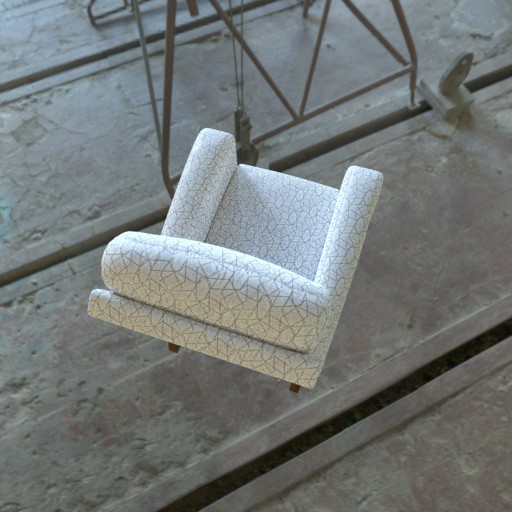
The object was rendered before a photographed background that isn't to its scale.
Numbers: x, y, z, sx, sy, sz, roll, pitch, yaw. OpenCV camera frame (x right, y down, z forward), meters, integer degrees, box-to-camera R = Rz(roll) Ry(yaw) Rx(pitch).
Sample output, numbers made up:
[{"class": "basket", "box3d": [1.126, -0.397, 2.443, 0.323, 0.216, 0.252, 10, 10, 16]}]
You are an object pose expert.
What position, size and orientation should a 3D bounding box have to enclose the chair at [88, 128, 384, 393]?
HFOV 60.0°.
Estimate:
[{"class": "chair", "box3d": [0.000, 0.000, 1.729, 0.796, 1.064, 0.995, 16, 65, 8]}]
